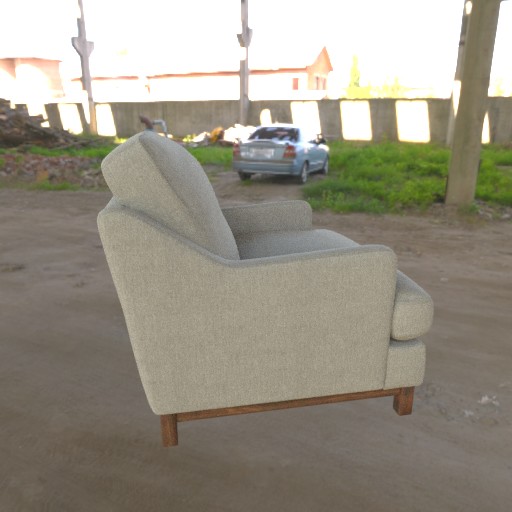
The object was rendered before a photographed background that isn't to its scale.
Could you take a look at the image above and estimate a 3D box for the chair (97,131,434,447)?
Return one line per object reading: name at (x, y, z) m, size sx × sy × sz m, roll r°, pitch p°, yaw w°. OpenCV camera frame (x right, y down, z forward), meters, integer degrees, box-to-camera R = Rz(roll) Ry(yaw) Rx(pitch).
chair at (0.000, 0.000, 1.513) m, size 0.892 × 0.821 × 0.826 m, roll -3°, pitch 17°, yaw -11°
